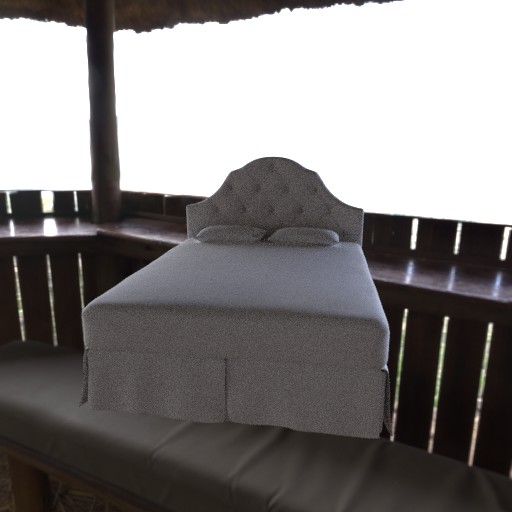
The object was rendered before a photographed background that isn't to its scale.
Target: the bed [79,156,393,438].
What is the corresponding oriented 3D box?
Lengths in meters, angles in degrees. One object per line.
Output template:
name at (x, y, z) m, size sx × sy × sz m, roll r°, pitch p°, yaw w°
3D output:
bed at (0.000, 0.000, 3.773) m, size 2.039 × 1.617 × 2.477 m, roll 2°, pitch 14°, yaw 9°
